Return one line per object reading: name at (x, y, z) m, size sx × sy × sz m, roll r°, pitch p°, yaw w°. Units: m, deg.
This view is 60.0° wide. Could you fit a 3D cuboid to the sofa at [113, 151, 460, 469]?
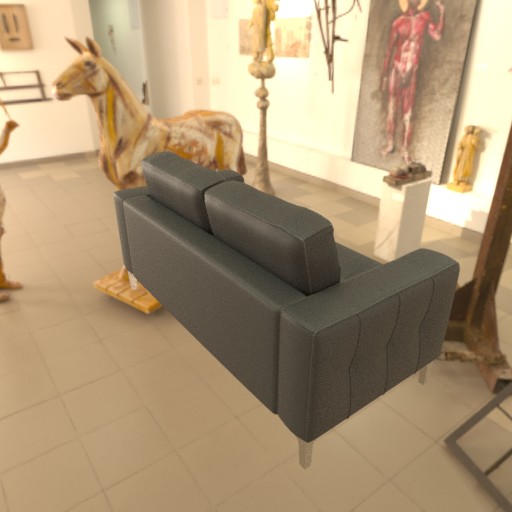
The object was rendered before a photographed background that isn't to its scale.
sofa at (0.000, 0.000, 2.248) m, size 0.833 × 0.893 × 1.726 m, roll -18°, pitch 32°, yaw -32°
